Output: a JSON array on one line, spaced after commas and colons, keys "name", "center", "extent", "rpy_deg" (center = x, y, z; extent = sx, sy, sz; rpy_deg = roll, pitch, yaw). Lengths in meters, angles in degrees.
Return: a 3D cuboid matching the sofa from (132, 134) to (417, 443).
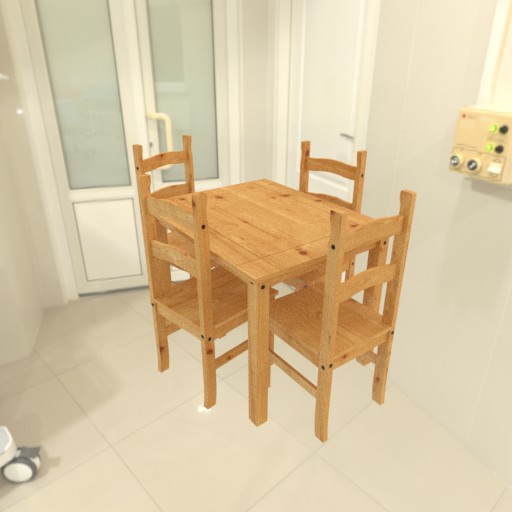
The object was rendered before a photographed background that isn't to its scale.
[{"name": "sofa", "center": [0.000, 0.000, 2.283], "extent": [1.144, 1.000, 1.529], "rpy_deg": [-17, 31, -32]}]
